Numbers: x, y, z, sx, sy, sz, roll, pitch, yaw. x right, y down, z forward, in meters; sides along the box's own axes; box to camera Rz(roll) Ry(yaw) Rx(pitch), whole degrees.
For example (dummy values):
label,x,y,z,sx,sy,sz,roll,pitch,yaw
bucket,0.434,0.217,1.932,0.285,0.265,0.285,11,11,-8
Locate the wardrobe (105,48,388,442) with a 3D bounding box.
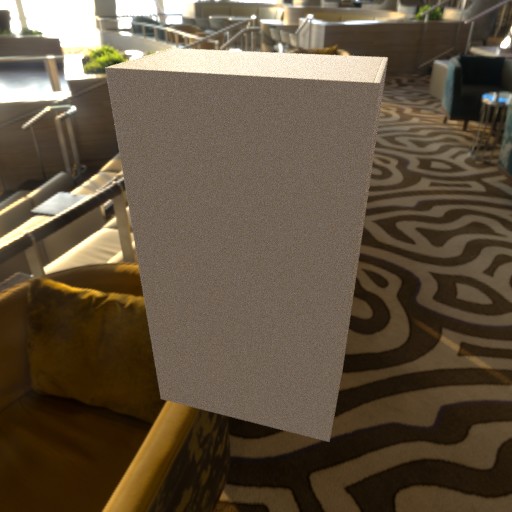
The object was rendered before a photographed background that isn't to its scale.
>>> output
label,x,y,z,sx,sy,sz,roll,pitch,yaw
wardrobe,0.000,0.000,2.228,0.991,1.808,0.577,9,33,14
